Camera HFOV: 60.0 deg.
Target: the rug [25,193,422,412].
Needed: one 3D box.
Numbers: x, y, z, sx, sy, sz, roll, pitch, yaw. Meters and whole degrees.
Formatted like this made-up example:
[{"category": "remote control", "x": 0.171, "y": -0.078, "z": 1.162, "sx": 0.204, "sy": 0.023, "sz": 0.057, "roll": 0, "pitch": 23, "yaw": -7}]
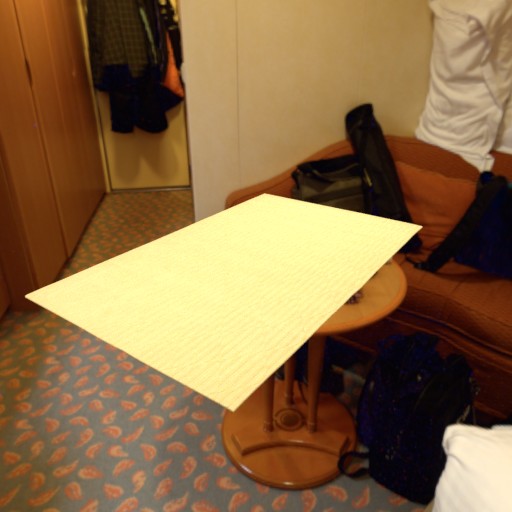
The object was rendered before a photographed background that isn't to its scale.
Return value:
[{"category": "rug", "x": 0.000, "y": 0.000, "z": 3.029, "sx": 1.531, "sy": 0.014, "sz": 2.441, "roll": 17, "pitch": 30, "yaw": 32}]
